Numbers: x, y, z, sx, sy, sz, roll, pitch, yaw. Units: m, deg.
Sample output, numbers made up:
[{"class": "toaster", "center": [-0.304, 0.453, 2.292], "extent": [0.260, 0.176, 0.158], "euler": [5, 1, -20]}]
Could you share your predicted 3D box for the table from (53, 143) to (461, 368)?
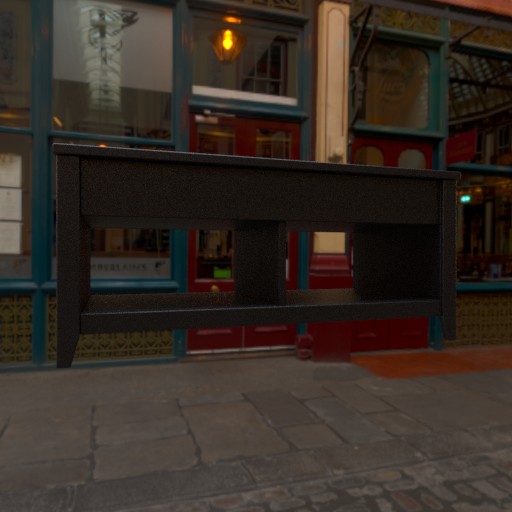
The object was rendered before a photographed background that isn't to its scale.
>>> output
[{"class": "table", "center": [0.000, 0.000, 1.278], "extent": [1.016, 0.457, 0.483], "euler": [0, 0, -18]}]
